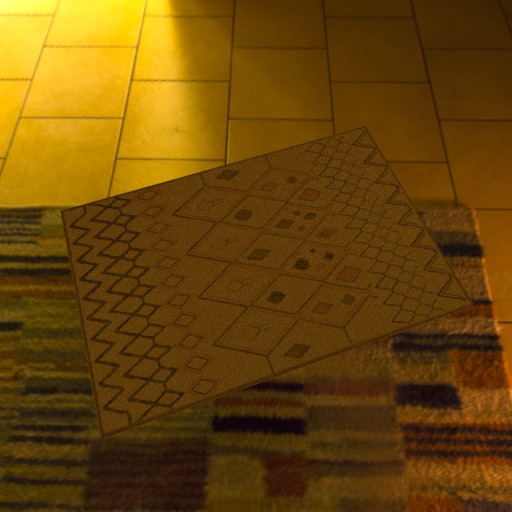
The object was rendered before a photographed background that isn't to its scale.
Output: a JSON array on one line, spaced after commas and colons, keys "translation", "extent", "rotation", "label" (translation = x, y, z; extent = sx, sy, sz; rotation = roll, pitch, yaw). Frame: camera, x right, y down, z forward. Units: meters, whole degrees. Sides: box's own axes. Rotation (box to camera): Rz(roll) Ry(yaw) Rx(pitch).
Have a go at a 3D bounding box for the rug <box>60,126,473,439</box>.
[{"translation": [0.000, 0.000, 2.288], "extent": [1.829, 0.016, 1.219], "rotation": [-17, 65, -9], "label": "rug"}]
